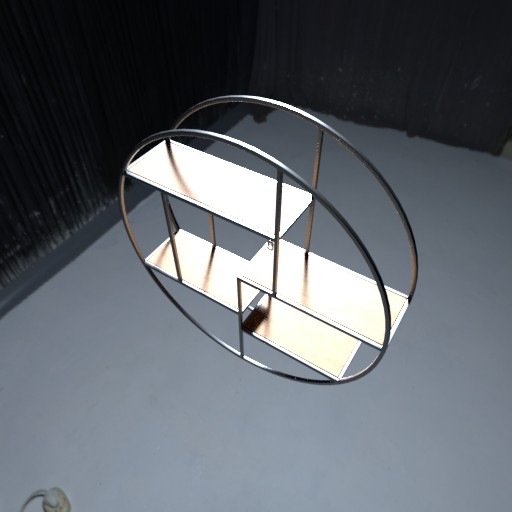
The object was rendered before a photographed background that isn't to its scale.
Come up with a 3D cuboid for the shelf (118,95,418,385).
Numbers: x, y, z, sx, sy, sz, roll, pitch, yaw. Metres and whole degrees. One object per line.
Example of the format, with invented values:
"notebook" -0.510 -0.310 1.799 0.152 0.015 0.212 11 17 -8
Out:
"shelf" 0.000 0.000 1.316 0.888 0.888 0.202 25 52 22
